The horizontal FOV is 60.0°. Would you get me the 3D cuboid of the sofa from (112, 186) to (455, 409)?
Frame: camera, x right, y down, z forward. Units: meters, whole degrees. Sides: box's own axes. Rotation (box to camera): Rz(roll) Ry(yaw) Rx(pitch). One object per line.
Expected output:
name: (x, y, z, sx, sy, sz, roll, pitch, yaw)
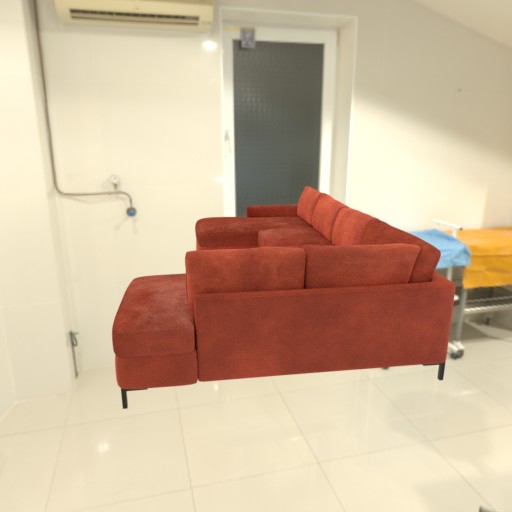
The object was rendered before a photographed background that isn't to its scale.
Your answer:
sofa: (0.000, 0.000, 3.850, 1.981, 0.858, 2.971, -2, 16, -8)
